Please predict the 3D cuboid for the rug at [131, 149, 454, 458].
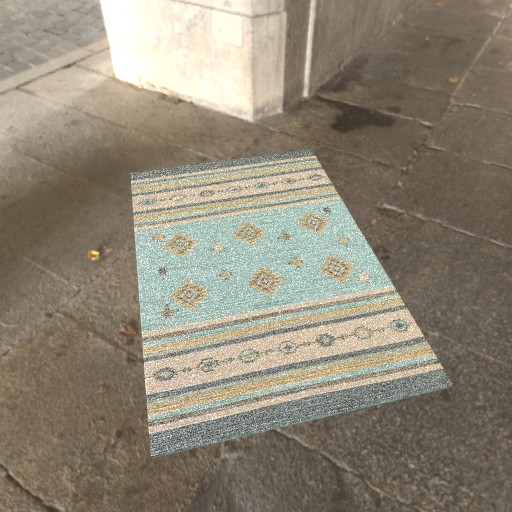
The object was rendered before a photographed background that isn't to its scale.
[{"bbox_3d":[0.000,0.000,2.314,1.212,0.010,1.811,-10,46,-9],"label":"rug"}]
